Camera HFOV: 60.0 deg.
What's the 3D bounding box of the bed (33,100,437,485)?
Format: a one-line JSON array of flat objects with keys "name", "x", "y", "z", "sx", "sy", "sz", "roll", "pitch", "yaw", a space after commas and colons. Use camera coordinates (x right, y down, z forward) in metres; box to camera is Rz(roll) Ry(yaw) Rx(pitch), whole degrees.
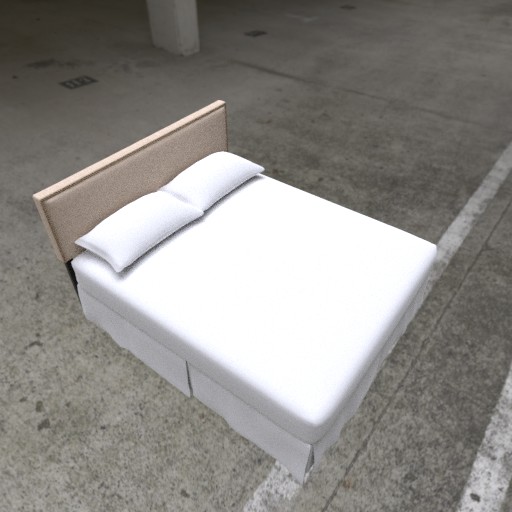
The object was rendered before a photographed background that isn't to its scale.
[{"name": "bed", "x": 0.000, "y": 0.000, "z": 2.800, "sx": 1.876, "sy": 1.016, "sz": 1.616, "roll": 27, "pitch": 49, "yaw": 26}]
